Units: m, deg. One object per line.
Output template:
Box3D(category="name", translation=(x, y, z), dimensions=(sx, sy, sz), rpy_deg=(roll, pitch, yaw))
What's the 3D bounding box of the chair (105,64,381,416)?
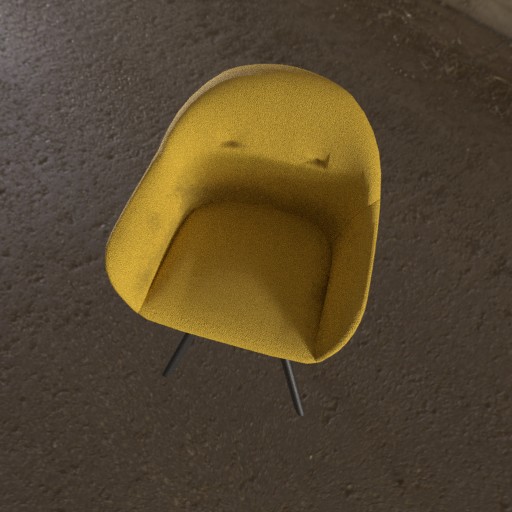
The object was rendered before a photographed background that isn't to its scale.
Box3D(category="chair", translation=(0.000, 0.000, 1.173), dimensions=(0.545, 0.775, 0.565), rpy_deg=(14, 60, 8))
